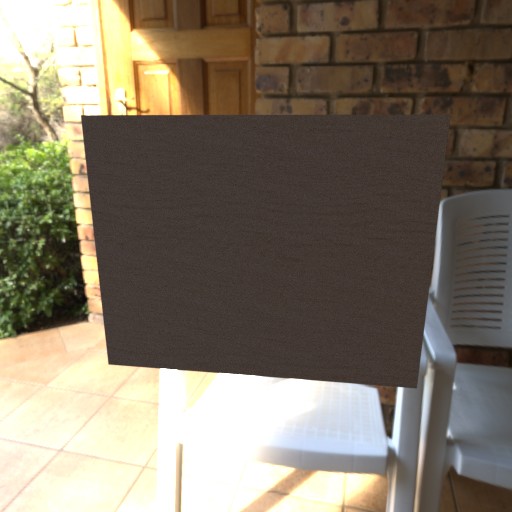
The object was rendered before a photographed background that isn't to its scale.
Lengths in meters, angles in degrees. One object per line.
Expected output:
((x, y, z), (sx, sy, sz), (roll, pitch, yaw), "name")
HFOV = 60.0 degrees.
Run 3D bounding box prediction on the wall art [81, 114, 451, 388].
((0.000, 0.000, 0.670), (0.508, 0.406, 0.013), (2, 17, 8), "wall art")
